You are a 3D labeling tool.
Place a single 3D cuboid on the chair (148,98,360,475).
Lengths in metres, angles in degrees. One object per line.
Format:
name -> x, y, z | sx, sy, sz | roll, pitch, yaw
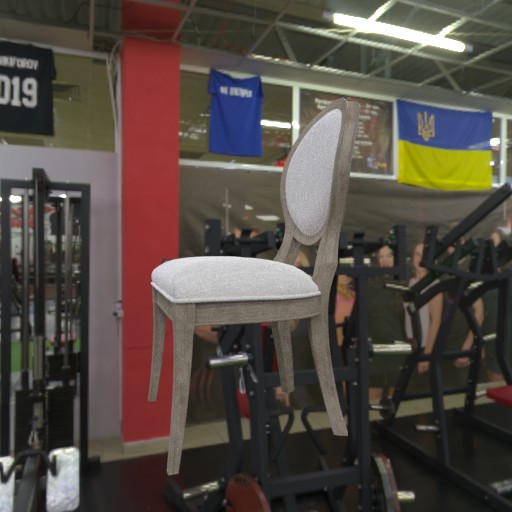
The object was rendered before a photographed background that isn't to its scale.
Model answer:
chair -> 0.000, 0.000, 1.351 | 0.602, 0.990, 0.558 | 0, 1, -18
